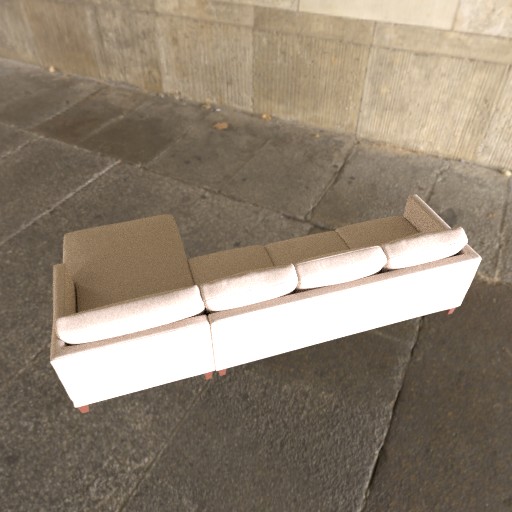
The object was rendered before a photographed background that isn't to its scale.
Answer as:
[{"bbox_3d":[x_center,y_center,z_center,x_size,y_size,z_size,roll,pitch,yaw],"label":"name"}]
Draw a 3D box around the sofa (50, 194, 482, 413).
[{"bbox_3d":[0.000,0.000,3.808,3.186,0.861,1.625,-12,44,-13],"label":"sofa"}]
